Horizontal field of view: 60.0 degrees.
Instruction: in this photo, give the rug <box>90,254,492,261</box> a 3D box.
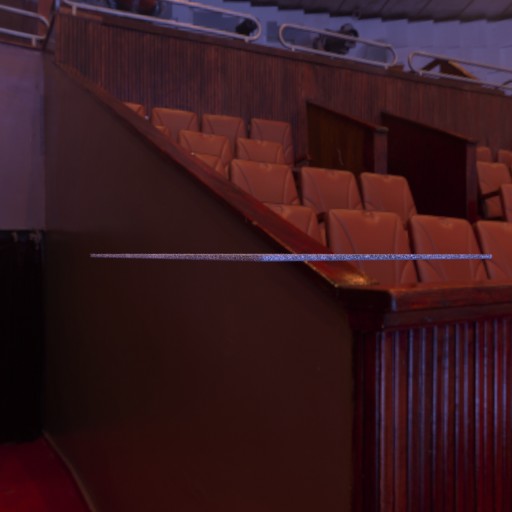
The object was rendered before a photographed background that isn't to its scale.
[{"bbox_3d":[0.000,0.000,3.420,1.802,0.026,2.699,0,0,-35],"label":"rug"}]
